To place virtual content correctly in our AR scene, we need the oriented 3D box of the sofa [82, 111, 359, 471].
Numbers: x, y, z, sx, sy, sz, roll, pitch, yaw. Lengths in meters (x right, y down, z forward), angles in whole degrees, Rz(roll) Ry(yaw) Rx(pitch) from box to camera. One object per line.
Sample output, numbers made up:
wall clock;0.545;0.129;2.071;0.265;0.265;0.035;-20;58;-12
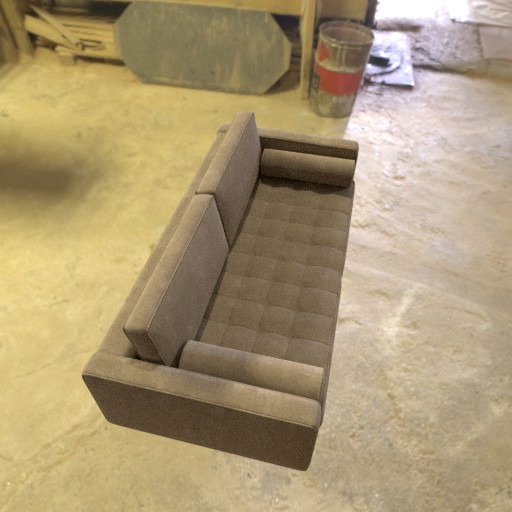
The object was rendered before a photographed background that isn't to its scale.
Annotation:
sofa;0.000;0.000;2.317;0.920;0.769;1.883;10;47;9
